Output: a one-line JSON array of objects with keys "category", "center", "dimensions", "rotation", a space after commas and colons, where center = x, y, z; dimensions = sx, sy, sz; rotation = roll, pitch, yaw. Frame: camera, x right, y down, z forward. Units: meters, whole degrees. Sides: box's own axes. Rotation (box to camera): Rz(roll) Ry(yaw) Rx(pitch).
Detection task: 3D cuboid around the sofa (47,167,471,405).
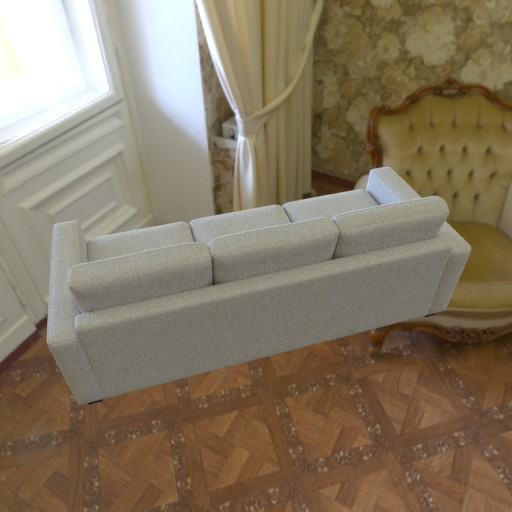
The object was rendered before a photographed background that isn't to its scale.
[{"category": "sofa", "center": [0.000, 0.000, 2.502], "dimensions": [2.120, 0.800, 0.900], "rotation": [-12, 43, -13]}]
